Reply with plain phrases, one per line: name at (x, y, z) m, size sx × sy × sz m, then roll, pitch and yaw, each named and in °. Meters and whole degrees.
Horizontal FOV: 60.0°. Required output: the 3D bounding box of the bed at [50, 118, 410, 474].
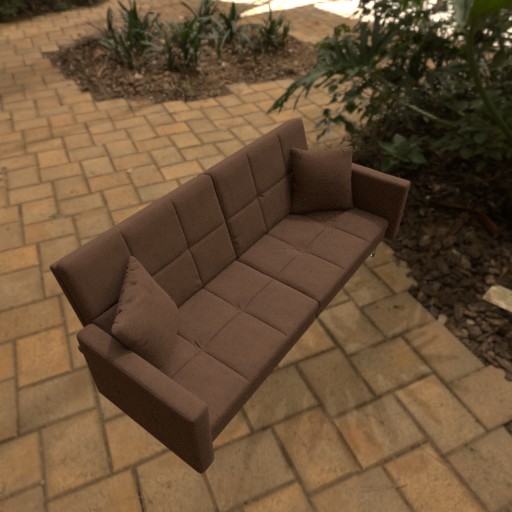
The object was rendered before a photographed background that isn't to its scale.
bed at (0.000, 0.000, 2.335) m, size 0.889 × 0.787 × 1.905 m, roll 26°, pitch 47°, yaw 27°
